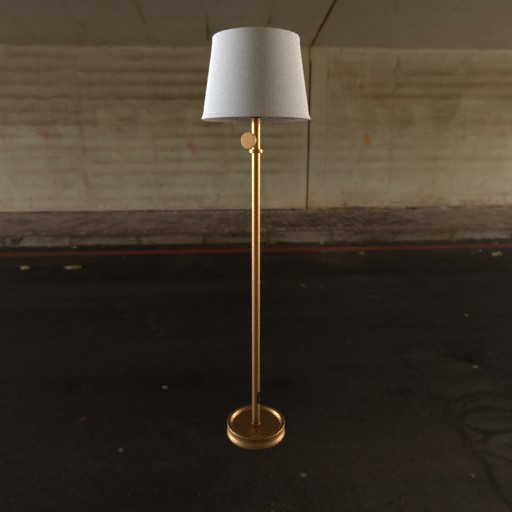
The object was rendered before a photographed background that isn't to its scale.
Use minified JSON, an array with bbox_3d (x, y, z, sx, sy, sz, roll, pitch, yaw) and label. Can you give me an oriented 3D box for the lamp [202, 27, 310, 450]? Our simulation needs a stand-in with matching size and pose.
[{"bbox_3d":[0.000,0.000,0.787,0.178,0.710,0.178,0,14,0],"label":"lamp"}]
